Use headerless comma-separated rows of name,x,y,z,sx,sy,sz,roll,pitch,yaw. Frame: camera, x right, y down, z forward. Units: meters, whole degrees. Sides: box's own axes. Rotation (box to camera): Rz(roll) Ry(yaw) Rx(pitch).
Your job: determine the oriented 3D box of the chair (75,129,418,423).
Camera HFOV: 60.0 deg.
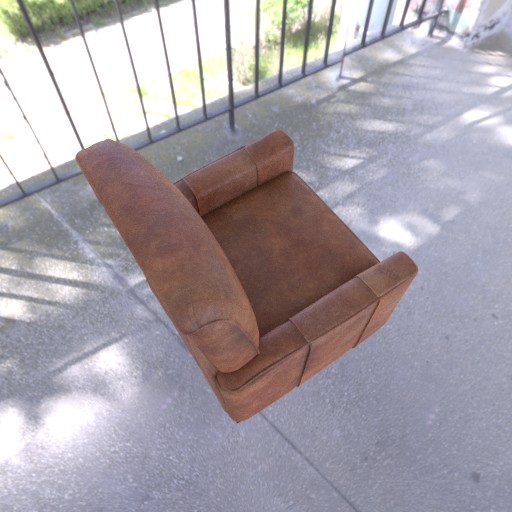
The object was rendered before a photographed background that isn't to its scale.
chair,0.000,0.000,1.654,0.836,1.043,0.843,-29,62,-17
